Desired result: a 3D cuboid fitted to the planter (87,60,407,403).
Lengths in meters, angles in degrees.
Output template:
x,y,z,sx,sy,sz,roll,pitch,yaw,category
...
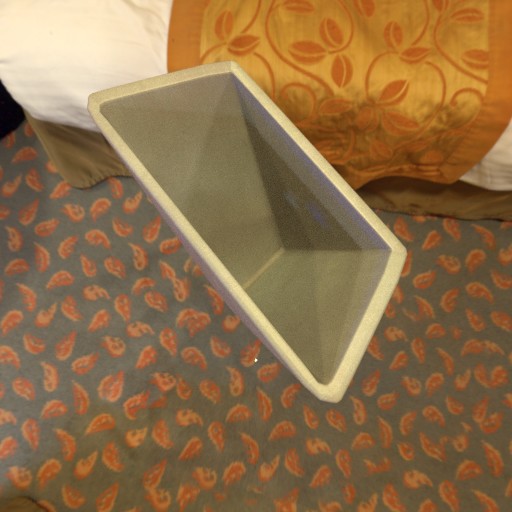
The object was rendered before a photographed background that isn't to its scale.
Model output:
x,y,z,sx,sy,sz,roll,pitch,yaw,category
0.000,0.000,0.262,0.060,0.197,0.150,-38,80,-8,planter
